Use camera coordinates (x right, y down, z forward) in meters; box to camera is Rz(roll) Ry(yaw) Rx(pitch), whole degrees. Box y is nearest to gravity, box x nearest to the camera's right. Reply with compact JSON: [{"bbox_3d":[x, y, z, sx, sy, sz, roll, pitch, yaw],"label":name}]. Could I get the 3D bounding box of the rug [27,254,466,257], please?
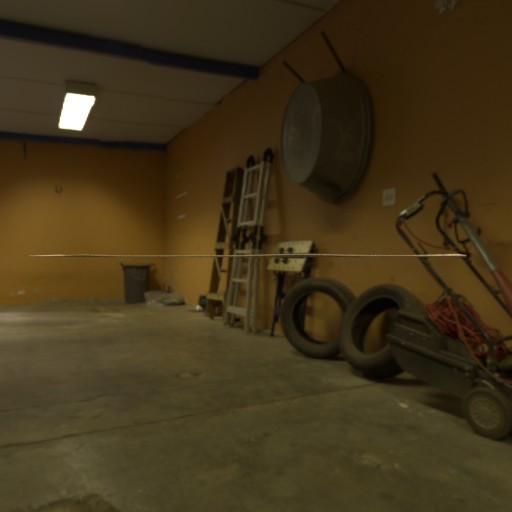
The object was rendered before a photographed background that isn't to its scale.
[{"bbox_3d":[0.000,0.000,3.050,2.439,0.015,1.524,0,0,18],"label":"rug"}]
